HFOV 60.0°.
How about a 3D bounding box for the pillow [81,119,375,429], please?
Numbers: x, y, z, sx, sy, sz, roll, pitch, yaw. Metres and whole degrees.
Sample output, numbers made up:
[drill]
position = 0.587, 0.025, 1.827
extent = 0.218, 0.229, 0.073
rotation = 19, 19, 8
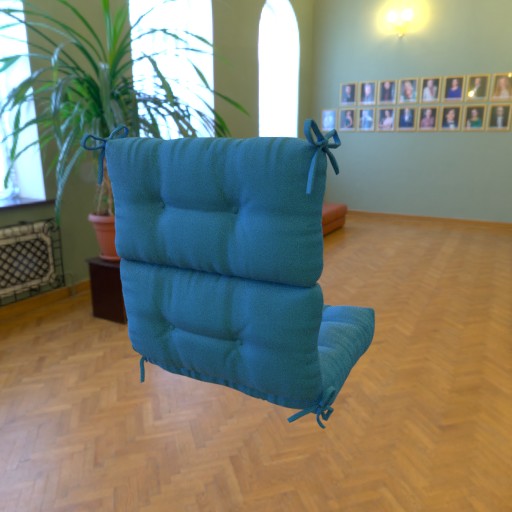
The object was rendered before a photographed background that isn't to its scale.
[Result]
[pillow]
position = 0.000, 0.000, 1.066
extent = 0.519, 0.605, 0.571
rotation = 8, 16, 27
